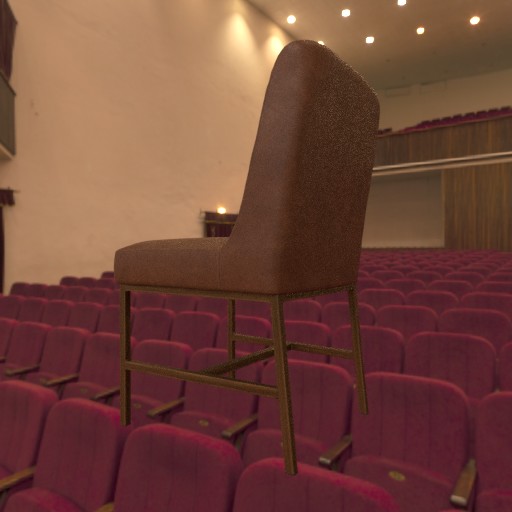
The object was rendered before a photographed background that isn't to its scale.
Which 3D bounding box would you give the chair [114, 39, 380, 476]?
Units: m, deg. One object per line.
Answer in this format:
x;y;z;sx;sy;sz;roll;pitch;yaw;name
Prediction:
0.000;0.000;1.209;0.587;0.889;0.508;0;1;34;chair
